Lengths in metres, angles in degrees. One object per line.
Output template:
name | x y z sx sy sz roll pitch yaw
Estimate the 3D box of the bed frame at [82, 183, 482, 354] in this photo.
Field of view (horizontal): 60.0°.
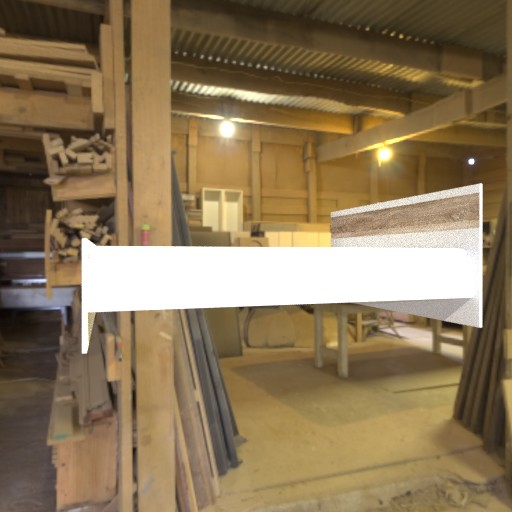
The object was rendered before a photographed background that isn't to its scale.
bed frame | 0.000 0.000 2.937 2.060 0.800 1.720 0 0 -18
